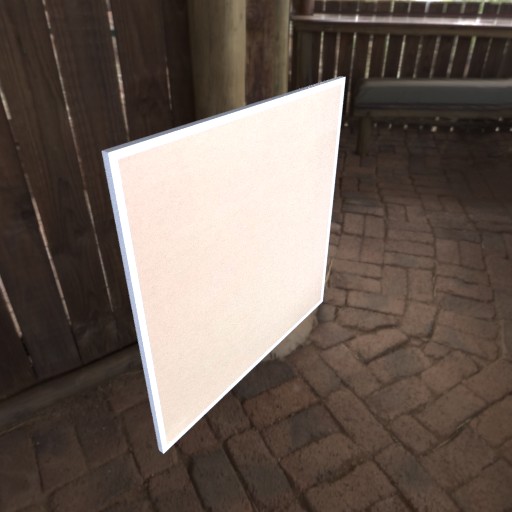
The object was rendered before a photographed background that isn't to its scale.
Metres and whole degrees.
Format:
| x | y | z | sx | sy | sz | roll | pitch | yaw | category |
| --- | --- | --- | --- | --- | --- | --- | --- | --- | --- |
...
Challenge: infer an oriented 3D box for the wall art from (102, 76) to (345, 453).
| x | y | z | sx | sy | sz | roll | pitch | yaw | category |
| --- | --- | --- | --- | --- | --- | --- | --- | --- | --- |
| 0.000 | 0.000 | 0.836 | 0.012 | 0.557 | 0.557 | 23 | 39 | 31 | wall art |
